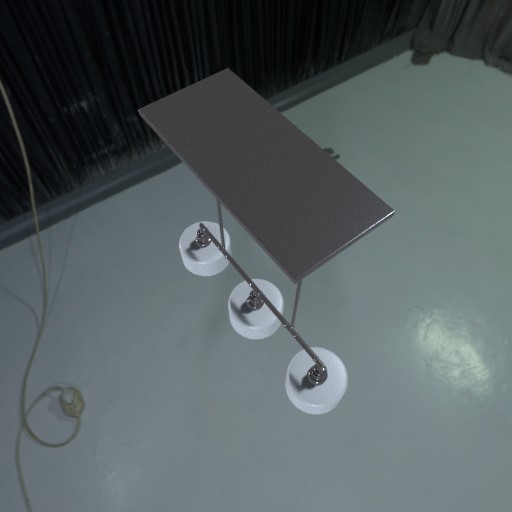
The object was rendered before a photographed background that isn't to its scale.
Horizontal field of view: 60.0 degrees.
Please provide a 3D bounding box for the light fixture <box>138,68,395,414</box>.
[{"bbox_3d":[0.000,0.000,0.891,0.177,0.557,0.582,-33,63,-19],"label":"light fixture"}]
